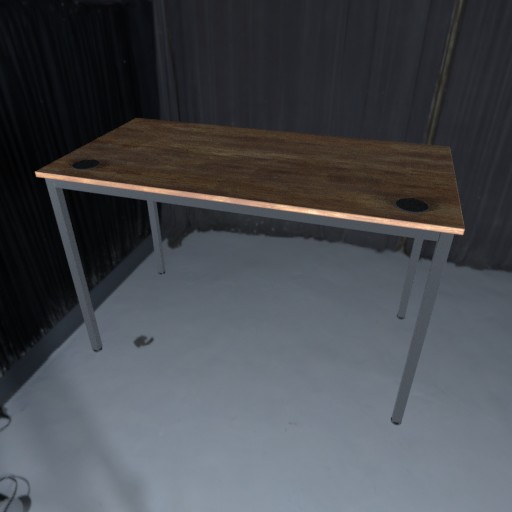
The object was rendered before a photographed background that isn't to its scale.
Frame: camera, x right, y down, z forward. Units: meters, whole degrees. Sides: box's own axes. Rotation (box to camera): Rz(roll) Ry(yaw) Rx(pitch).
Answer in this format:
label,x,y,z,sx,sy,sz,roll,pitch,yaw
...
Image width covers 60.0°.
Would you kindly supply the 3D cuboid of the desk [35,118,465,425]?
label,x,y,z,sx,sy,sz,roll,pitch,yaw
desk,0.000,0.000,1.620,1.200,0.749,0.600,9,34,14
